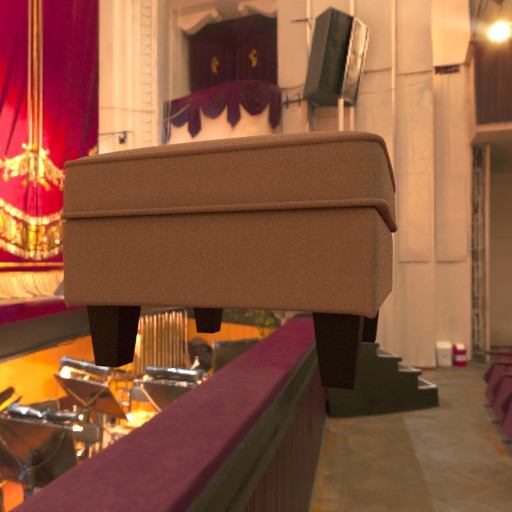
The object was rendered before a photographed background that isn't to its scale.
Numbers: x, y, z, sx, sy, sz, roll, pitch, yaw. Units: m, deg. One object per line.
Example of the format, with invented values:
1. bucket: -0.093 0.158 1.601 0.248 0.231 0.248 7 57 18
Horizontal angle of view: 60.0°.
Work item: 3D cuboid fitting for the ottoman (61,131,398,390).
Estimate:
1. ottoman: 0.000 0.000 1.026 0.613 0.438 0.616 0 -1 19
